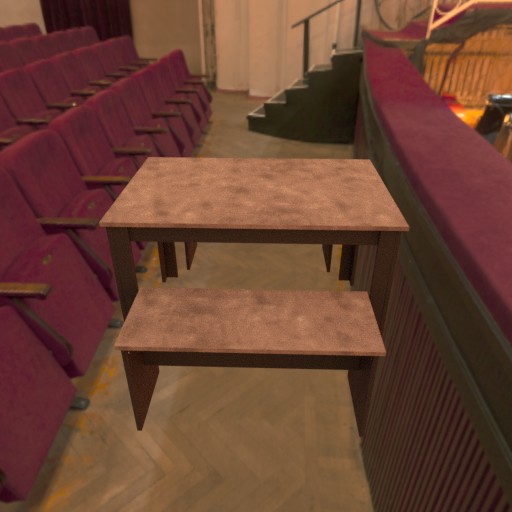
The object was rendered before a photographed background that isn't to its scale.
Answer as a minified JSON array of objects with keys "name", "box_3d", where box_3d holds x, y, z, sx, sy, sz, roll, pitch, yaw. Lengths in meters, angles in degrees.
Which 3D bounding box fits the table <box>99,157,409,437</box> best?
[{"name":"table","box_3d":[0.000,0.000,2.067,1.100,0.700,1.443,1,31,2]}]
